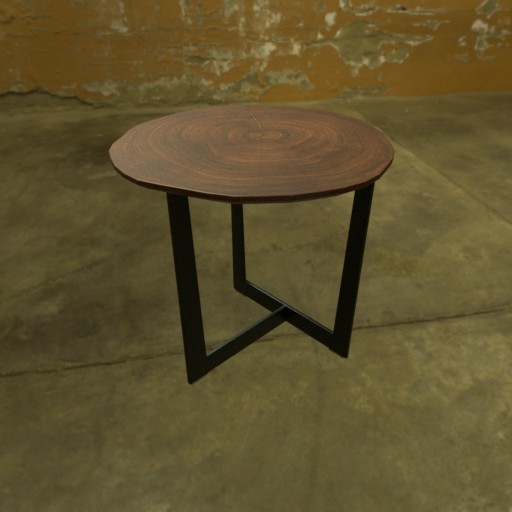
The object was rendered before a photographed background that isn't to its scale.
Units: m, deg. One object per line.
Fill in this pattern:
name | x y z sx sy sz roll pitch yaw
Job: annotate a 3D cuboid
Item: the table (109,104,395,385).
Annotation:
table | 0.000 0.000 0.890 0.477 0.476 0.494 20 37 29
